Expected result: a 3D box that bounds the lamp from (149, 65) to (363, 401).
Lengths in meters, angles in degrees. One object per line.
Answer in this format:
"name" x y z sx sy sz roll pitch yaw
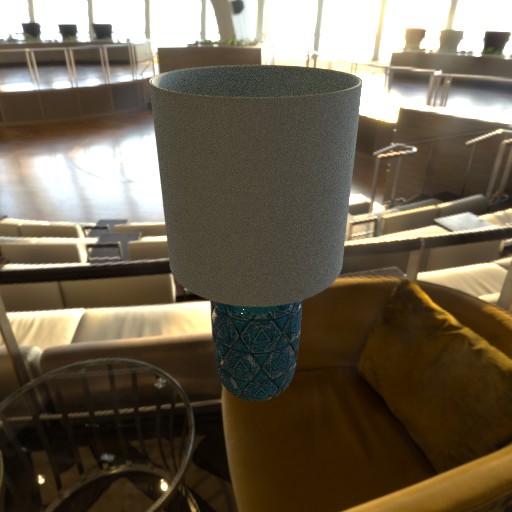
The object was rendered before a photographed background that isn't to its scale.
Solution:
"lamp" 0.000 0.000 0.501 0.193 0.377 0.193 -10 31 -17
